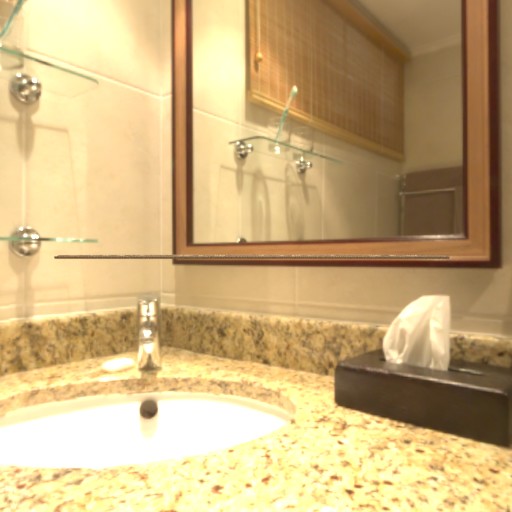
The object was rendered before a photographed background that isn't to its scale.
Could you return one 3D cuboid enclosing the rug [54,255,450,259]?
[{"bbox_3d":[0.000,0.000,3.400,1.819,0.018,2.746,0,0,1],"label":"rug"}]
